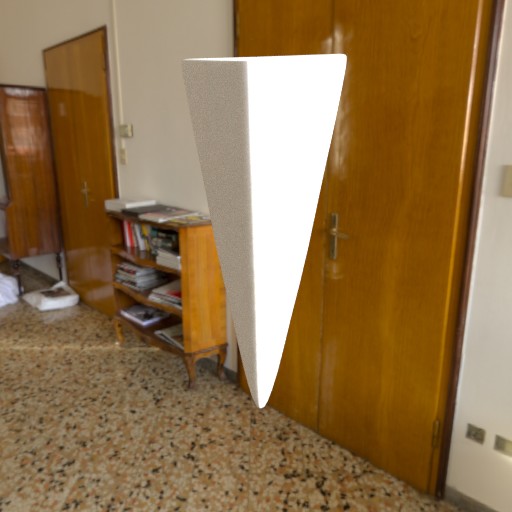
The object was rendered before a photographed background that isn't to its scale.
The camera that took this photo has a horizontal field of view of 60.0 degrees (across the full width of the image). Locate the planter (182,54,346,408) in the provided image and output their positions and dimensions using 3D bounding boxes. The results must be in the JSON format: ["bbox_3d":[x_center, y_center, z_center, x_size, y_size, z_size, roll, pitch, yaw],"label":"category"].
[{"bbox_3d":[0.000,0.000,0.394,0.143,0.338,0.065,2,14,9],"label":"planter"}]
